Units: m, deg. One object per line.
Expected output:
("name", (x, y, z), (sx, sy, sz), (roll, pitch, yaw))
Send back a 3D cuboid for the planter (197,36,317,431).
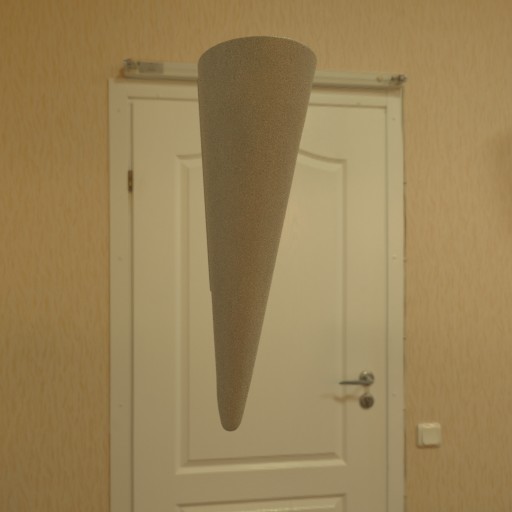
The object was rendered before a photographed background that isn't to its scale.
("planter", (0.000, 0.000, 0.223), (0.057, 0.191, 0.064), (0, 0, -36))
